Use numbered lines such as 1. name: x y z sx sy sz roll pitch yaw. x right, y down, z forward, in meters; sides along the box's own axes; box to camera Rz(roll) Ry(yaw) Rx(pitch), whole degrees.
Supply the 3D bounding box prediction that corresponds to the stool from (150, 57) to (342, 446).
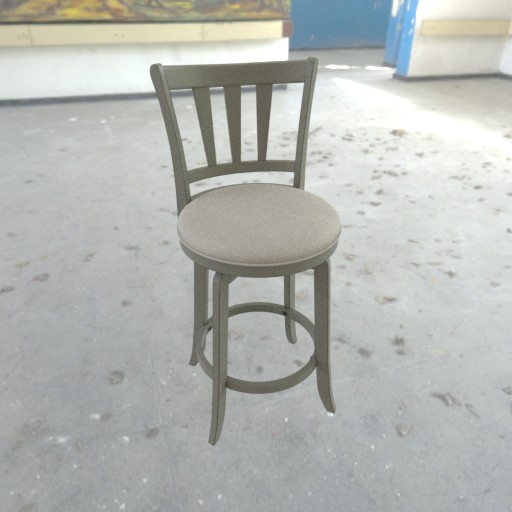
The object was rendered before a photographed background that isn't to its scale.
1. stool: 0.000 0.000 1.266 0.450 0.994 0.486 -9 32 -15
